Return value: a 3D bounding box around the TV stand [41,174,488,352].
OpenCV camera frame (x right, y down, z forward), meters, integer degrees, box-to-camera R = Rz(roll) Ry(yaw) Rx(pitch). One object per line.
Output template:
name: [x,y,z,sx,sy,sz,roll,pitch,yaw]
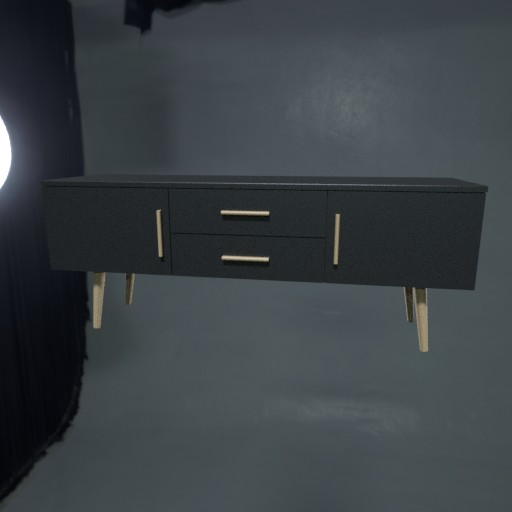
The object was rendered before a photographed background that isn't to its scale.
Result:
TV stand: [0.000,0.000,1.514,1.312,0.518,0.390,2,14,9]
